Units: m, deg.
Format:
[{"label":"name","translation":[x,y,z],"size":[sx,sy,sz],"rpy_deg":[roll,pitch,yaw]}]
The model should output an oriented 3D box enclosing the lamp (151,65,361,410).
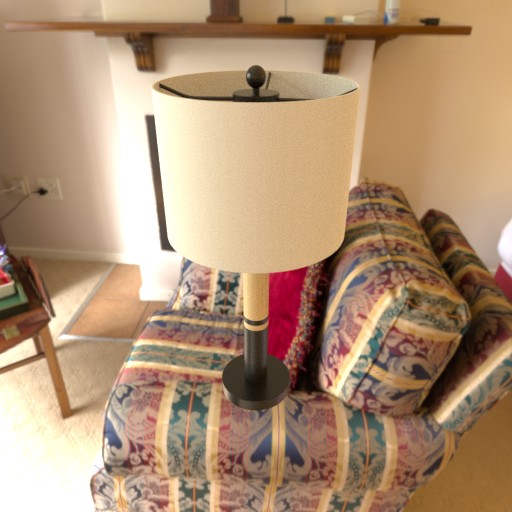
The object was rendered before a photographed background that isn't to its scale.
[{"label":"lamp","translation":[0.000,0.000,0.804],"size":[0.305,0.640,0.305],"rpy_deg":[-18,34,-29]}]
